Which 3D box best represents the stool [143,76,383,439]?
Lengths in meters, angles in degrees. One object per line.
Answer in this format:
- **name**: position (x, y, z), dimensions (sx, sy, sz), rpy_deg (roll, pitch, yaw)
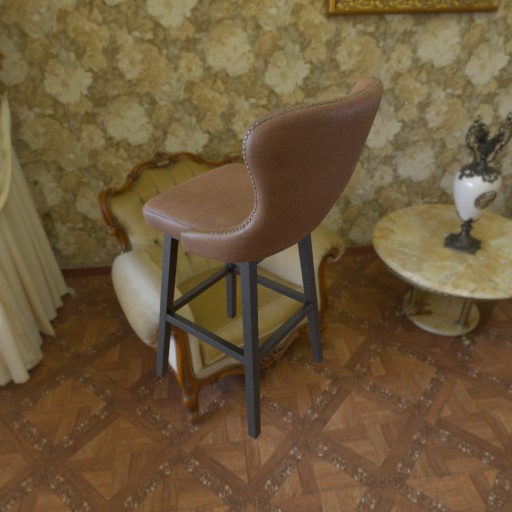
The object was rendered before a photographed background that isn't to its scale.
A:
- **stool**: position (0.000, 0.000, 1.372), dimensions (0.601, 1.050, 0.528), rpy_deg (22, 38, 30)
